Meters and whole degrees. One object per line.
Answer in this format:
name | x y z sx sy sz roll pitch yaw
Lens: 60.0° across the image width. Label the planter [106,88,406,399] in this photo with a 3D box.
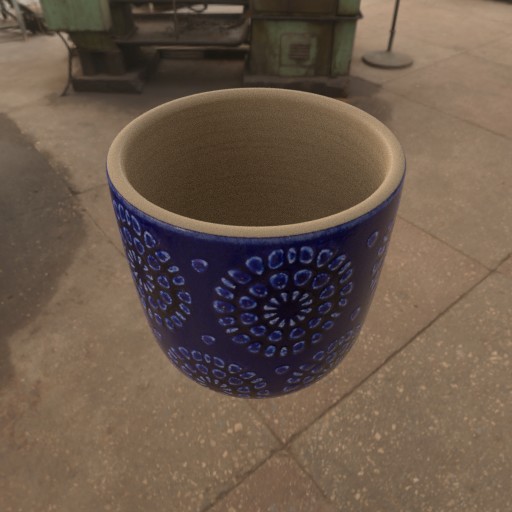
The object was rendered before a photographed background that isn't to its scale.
planter | 0.000 0.000 0.200 0.109 0.112 0.109 0 42 0
